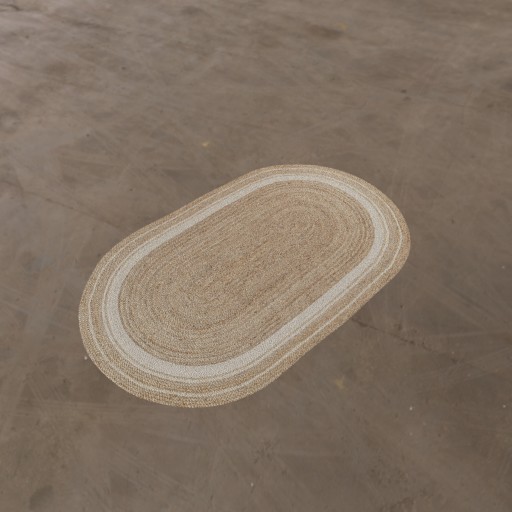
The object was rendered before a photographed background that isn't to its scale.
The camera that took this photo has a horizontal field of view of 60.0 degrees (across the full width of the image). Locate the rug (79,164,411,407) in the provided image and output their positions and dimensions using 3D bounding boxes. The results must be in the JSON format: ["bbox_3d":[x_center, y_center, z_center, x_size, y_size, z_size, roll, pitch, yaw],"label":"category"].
[{"bbox_3d":[0.000,0.000,3.028,2.432,0.006,1.520,-33,55,-27],"label":"rug"}]
